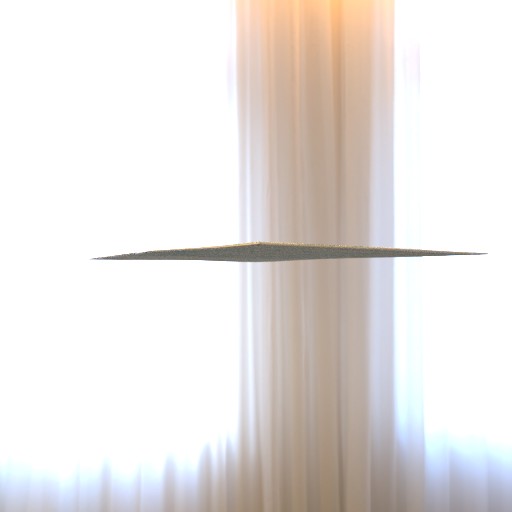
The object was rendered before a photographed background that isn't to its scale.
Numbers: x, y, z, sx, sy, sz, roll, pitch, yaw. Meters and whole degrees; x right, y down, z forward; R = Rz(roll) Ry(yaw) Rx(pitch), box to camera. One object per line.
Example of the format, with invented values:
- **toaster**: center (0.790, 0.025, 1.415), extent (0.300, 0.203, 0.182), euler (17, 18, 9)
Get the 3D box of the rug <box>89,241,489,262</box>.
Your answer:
- **rug**: center (0.000, 0.000, 2.976), extent (1.593, 0.029, 2.305), euler (1, -2, -35)
